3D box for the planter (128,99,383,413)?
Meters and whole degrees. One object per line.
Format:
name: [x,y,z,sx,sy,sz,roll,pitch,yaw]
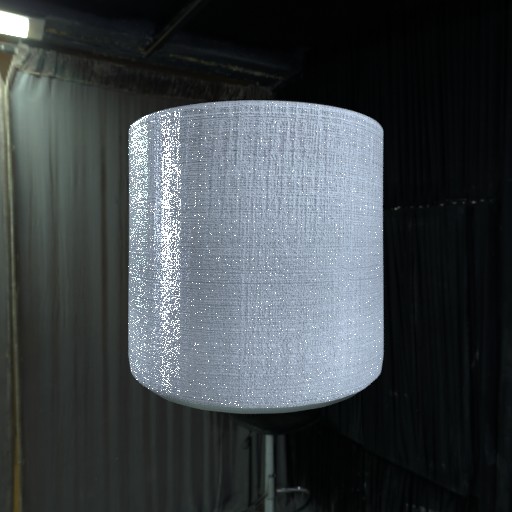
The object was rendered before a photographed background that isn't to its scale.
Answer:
planter: [0.000,0.000,0.288,0.160,0.156,0.160,0,2,0]
